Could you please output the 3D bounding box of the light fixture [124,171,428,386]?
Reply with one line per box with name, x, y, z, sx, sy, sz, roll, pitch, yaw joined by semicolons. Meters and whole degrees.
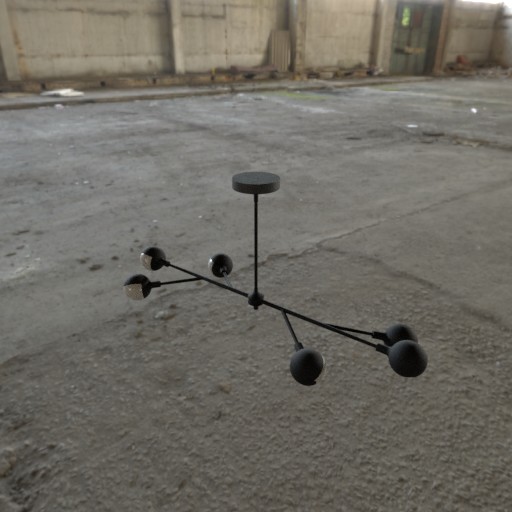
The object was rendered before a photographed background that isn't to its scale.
light fixture;0.000;0.000;1.004;0.434;0.362;0.778;-18;30;-33
